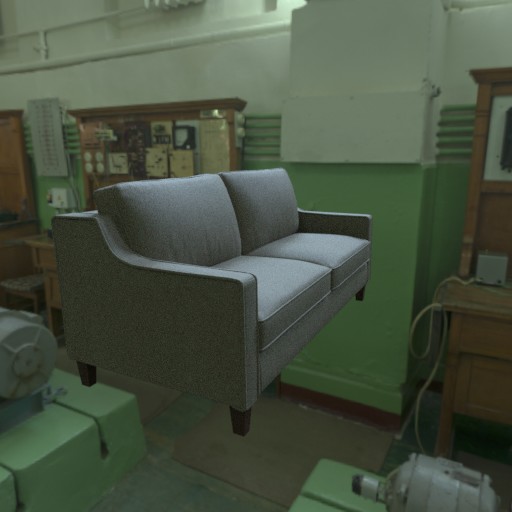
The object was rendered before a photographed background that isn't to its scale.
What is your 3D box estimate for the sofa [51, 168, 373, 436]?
[{"bbox_3d":[0.000,0.000,2.874,1.073,1.074,2.181,6,14,26],"label":"sofa"}]
